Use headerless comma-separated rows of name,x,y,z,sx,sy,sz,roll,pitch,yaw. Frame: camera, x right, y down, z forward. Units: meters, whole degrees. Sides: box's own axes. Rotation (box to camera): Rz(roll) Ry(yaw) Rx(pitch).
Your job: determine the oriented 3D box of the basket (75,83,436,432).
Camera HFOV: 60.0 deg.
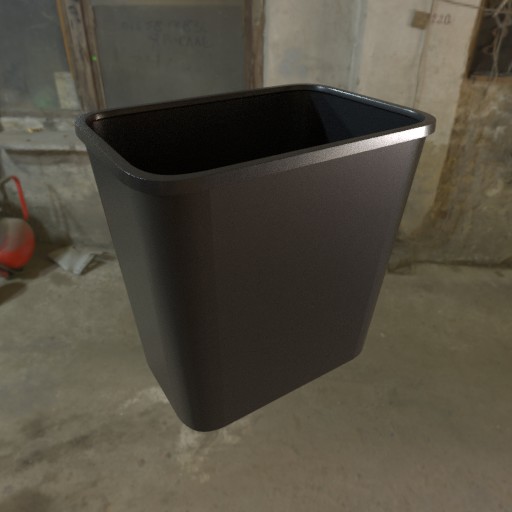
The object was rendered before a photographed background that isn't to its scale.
basket,0.000,0.000,0.495,0.300,0.307,0.211,-19,37,-27
